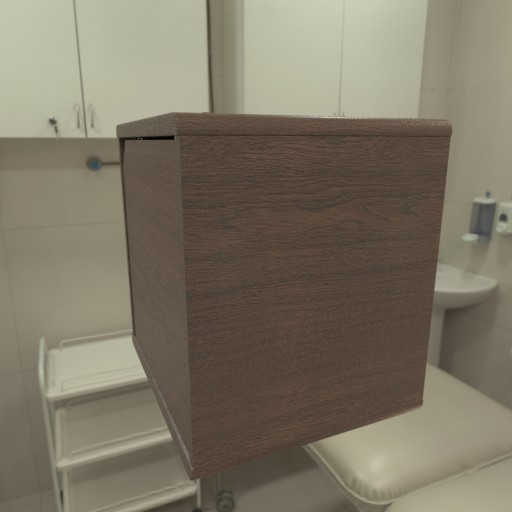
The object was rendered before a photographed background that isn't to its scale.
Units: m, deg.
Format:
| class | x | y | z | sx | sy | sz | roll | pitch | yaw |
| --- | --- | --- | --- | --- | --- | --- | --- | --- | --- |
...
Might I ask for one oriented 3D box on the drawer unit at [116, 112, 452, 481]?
| class | x | y | z | sx | sy | sz | roll | pitch | yaw |
| --- | --- | --- | --- | --- | --- | --- | --- | --- | --- |
| drawer unit | 0.000 | 0.000 | 0.591 | 0.290 | 0.344 | 0.344 | -7 | 16 | -24 |
